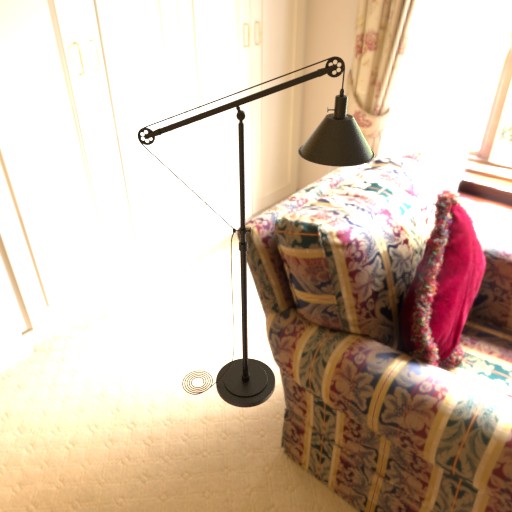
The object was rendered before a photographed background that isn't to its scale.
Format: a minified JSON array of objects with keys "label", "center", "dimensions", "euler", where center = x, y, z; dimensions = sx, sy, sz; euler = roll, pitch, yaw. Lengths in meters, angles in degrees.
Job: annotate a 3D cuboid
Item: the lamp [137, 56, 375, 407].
[{"label":"lamp","center":[0.000,0.000,1.959],"dimensions":[0.904,1.626,0.319],"euler":[1,32,2]}]
